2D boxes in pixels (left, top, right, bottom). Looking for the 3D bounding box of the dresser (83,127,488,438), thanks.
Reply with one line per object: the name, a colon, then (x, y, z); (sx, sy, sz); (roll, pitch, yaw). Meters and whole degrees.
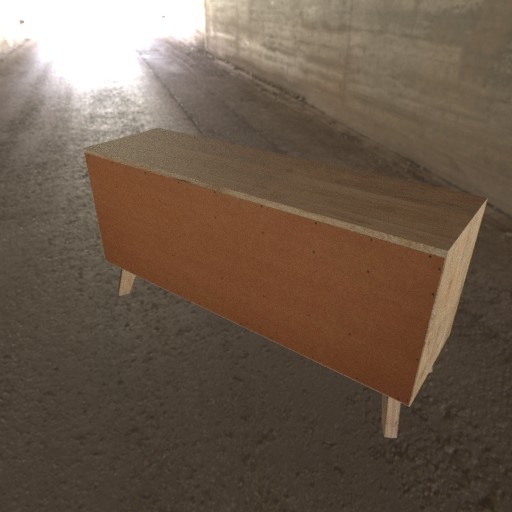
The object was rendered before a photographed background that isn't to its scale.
dresser: (0.000, 0.000, 1.941); (1.602, 0.788, 0.455); (20, 36, 31)
